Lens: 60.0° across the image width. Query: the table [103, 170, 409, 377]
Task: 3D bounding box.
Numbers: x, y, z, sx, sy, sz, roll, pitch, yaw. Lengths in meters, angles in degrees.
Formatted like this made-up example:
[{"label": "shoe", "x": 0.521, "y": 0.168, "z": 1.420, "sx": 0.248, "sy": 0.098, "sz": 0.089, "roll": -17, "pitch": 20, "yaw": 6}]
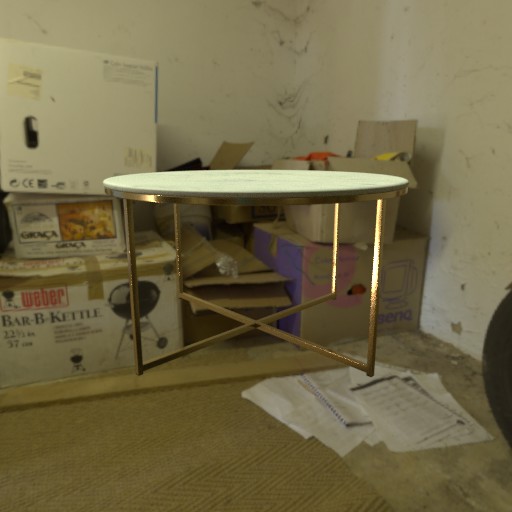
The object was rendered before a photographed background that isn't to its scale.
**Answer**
[{"label": "table", "x": 0.000, "y": 0.000, "z": 1.274, "sx": 0.800, "sy": 0.450, "sz": 0.800, "roll": 0, "pitch": 14, "yaw": 0}]
